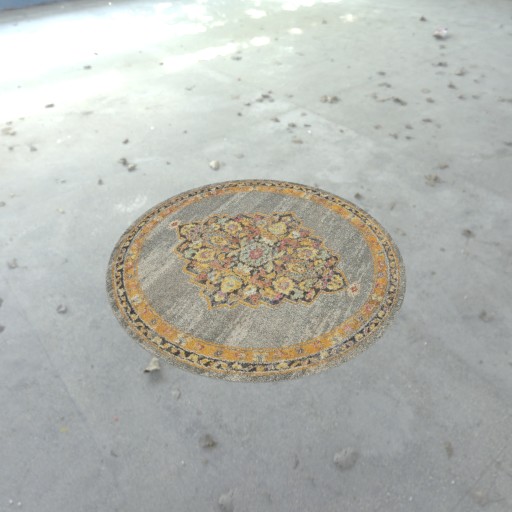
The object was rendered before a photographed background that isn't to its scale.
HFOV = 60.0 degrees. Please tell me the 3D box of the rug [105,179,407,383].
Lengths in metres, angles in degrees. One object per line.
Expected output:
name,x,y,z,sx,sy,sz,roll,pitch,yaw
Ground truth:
rug,0.000,0.000,3.619,2.382,0.014,2.382,0,41,0
